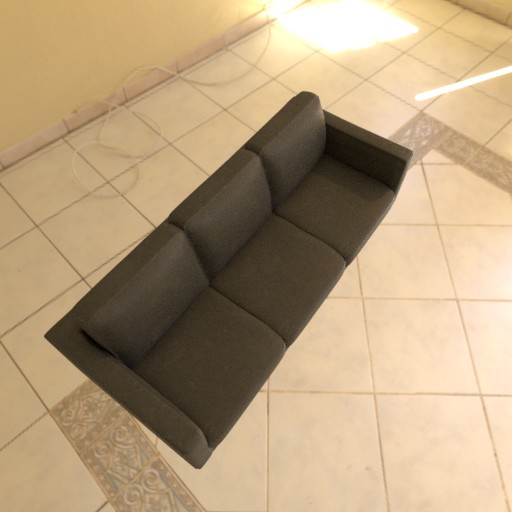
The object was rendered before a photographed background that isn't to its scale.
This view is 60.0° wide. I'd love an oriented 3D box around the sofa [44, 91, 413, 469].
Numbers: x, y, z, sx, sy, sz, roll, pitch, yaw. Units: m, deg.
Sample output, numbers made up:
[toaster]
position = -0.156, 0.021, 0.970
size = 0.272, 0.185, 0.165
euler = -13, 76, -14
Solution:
[sofa]
position = 0.000, 0.000, 2.461
size = 0.879, 0.899, 2.029
euler = 32, 63, 18
